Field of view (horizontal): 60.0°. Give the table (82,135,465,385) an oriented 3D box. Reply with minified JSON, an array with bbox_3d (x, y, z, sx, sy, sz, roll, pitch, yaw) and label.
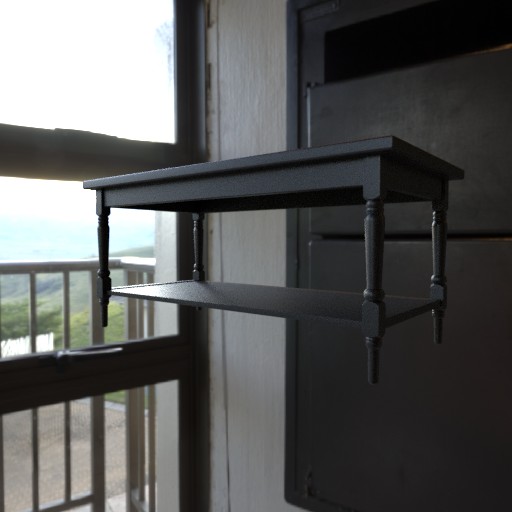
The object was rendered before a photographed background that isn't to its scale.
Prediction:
[{"bbox_3d":[0.000,0.000,1.421,1.107,0.510,0.550,2,3,38],"label":"table"}]
